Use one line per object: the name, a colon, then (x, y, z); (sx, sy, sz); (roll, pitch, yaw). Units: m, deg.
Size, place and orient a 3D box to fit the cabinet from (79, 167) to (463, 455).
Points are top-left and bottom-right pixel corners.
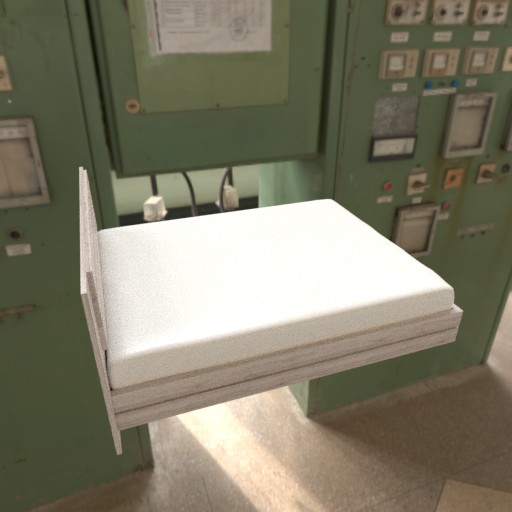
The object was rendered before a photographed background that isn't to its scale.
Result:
cabinet: (0.000, 0.000, 2.995); (2.080, 0.970, 1.750); (-10, 30, -17)
